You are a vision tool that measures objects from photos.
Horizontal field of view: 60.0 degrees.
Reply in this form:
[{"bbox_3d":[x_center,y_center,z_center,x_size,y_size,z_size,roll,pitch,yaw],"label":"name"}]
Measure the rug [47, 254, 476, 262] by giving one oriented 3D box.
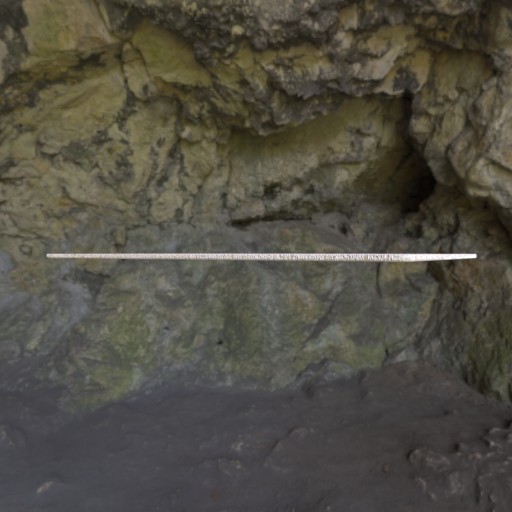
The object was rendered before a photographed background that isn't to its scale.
[{"bbox_3d":[0.000,0.000,2.845,2.349,0.026,1.500,0,0,35],"label":"rug"}]
